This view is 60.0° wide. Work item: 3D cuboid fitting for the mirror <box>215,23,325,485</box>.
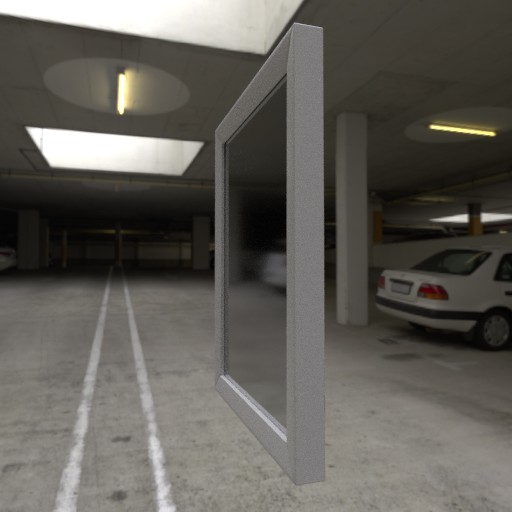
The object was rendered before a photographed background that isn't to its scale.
[{"bbox_3d":[0.000,0.000,0.684,0.041,0.508,0.405,1,-2,-18],"label":"mirror"}]
